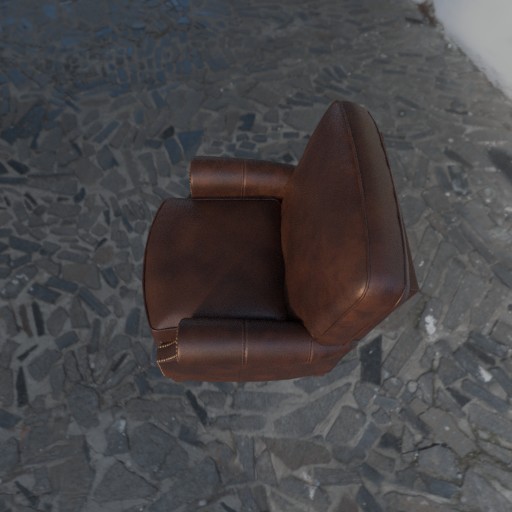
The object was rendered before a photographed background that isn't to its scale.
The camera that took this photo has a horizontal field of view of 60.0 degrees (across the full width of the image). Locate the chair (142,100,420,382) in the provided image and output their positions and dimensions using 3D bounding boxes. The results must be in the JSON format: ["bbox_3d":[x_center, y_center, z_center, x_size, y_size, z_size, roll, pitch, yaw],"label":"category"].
[{"bbox_3d":[0.000,0.000,1.805,0.986,1.018,0.936,-1,59,-1],"label":"chair"}]
